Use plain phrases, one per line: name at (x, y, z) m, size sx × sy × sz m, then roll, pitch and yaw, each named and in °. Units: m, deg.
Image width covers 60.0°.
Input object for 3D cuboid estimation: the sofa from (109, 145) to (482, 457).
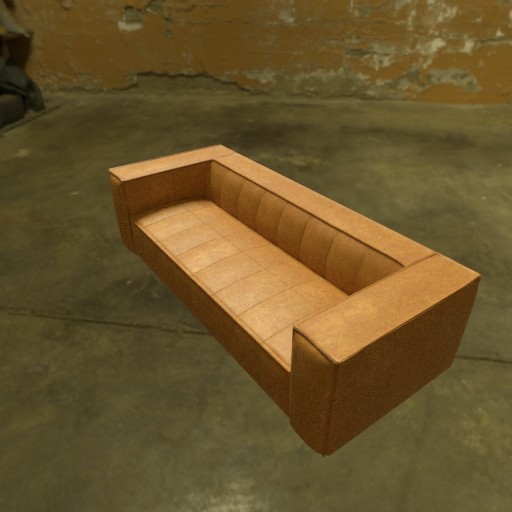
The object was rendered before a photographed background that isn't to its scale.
sofa at (0.000, 0.000, 3.043) m, size 1.102 × 0.701 × 2.581 m, roll -21°, pitch 38°, yaw -30°
